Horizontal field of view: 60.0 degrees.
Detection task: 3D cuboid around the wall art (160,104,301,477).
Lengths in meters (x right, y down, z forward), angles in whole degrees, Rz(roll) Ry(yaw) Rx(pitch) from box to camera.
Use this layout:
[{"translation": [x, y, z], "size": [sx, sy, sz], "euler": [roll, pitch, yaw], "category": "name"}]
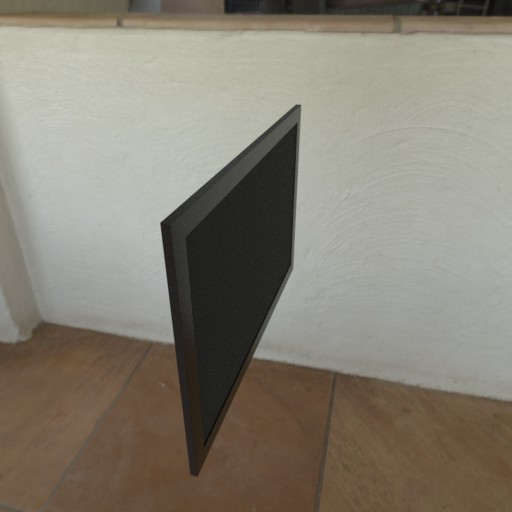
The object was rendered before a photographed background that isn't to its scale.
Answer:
[{"translation": [0.000, 0.000, 0.868], "size": [0.013, 0.447, 0.660], "euler": [9, 31, 15], "category": "wall art"}]
